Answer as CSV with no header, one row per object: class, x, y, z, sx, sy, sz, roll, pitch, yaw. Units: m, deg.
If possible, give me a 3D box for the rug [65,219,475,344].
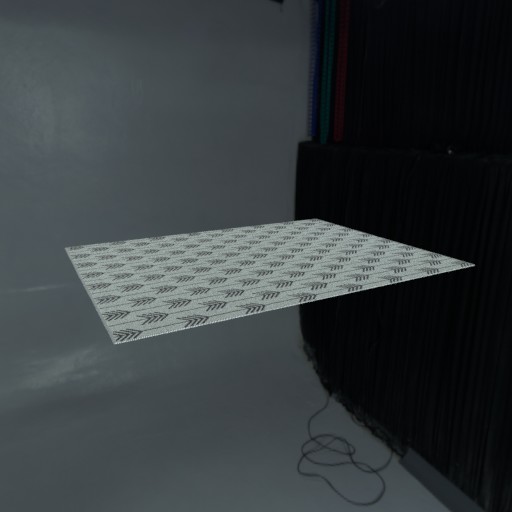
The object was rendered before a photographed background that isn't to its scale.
rug,0.000,0.000,4.121,3.061,0.010,2.330,-9,18,-27
